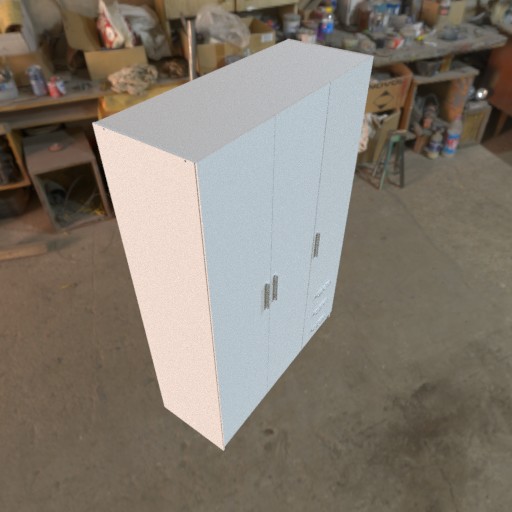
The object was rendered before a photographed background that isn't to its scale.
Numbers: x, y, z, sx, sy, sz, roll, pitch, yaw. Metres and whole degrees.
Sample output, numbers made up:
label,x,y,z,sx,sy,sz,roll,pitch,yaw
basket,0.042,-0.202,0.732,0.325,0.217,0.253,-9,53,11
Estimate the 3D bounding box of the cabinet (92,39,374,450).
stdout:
label,x,y,z,sx,sy,sz,roll,pitch,yaw
cabinet,0.000,0.000,2.491,0.510,1.910,1.290,25,47,26
